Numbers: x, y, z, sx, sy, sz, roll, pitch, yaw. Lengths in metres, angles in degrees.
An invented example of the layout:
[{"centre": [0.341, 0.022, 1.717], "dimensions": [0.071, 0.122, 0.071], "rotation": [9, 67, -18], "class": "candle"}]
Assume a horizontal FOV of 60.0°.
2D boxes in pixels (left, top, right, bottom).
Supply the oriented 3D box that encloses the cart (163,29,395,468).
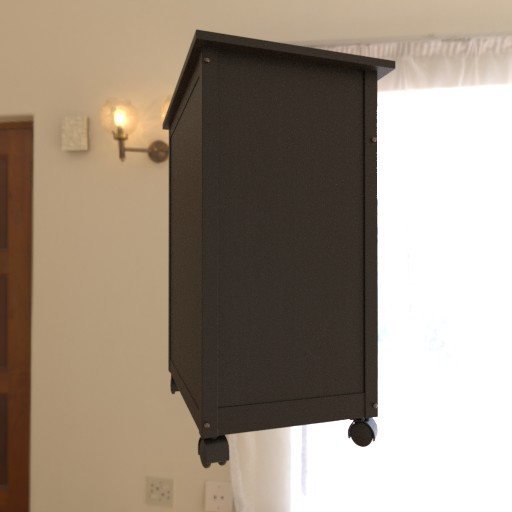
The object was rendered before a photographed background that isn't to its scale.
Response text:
[{"centre": [0.000, 0.000, 1.245], "dimensions": [0.456, 0.879, 0.660], "rotation": [0, 0, -18], "class": "cart"}]
